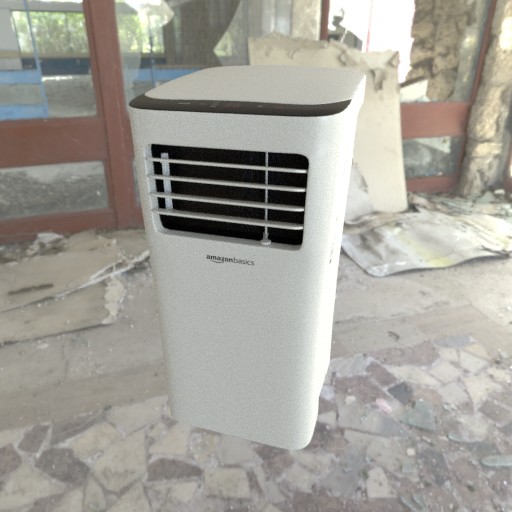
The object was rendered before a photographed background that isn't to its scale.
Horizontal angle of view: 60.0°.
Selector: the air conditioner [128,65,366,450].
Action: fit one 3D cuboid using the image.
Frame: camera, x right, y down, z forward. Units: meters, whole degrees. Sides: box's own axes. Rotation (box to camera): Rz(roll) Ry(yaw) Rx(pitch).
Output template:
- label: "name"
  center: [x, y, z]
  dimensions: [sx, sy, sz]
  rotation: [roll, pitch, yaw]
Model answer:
- label: "air conditioner"
  center: [0.000, 0.000, 0.921]
  dimensions: [0.352, 0.716, 0.369]
  rotation: [8, 27, 16]
